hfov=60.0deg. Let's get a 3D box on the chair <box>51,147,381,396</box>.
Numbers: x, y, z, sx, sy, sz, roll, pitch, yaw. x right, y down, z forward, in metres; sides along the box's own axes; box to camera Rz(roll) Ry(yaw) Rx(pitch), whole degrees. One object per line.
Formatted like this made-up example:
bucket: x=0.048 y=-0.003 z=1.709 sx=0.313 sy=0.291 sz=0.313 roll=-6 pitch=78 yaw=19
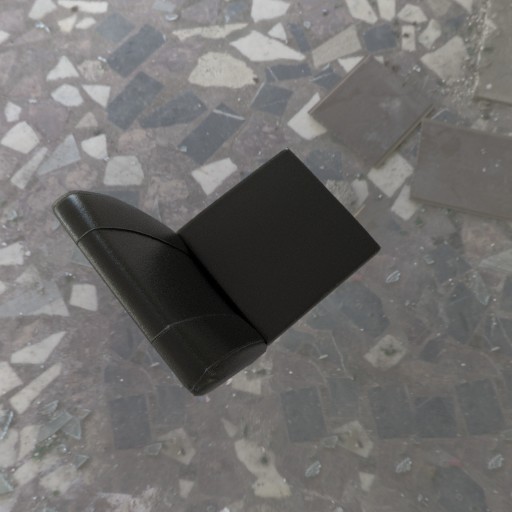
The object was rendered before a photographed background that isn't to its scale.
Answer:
chair: x=0.000 y=0.000 z=1.139 sx=0.556 sy=0.897 sz=0.399 roll=-39 pitch=79 yaw=-9
